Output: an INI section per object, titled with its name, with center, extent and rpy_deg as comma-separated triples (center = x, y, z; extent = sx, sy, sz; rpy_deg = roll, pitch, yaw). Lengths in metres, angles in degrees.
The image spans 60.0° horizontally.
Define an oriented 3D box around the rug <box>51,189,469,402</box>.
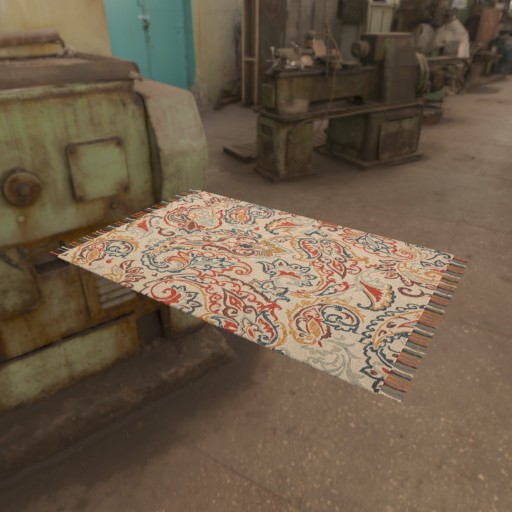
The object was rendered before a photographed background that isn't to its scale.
[rug]
center = 0.000, 0.000, 2.453
extent = 1.997, 0.010, 1.218
rpy_deg = 18, 34, 29
